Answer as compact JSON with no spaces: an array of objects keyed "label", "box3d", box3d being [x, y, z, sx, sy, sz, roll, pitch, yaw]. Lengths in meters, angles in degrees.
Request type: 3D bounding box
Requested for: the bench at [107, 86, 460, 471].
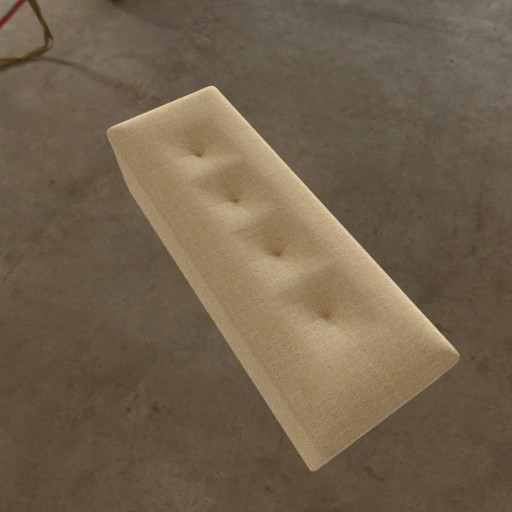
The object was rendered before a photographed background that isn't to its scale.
[{"label":"bench","box3d":[0.000,0.000,1.437,0.432,0.406,1.219,-29,63,-16]}]
